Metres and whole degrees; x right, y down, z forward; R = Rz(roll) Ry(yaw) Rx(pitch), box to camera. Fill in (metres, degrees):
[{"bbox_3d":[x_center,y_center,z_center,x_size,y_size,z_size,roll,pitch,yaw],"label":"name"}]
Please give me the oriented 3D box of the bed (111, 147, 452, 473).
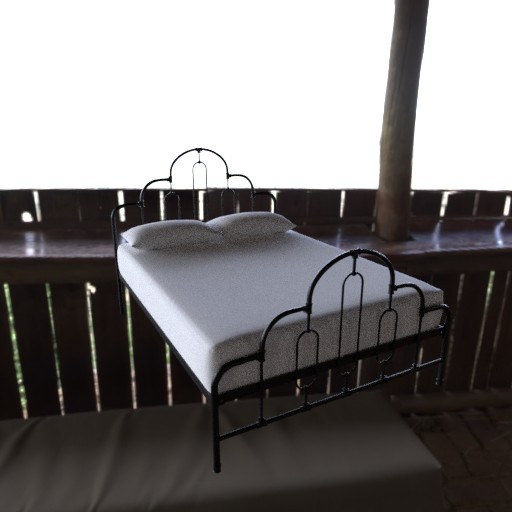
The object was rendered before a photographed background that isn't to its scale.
[{"bbox_3d":[0.000,0.000,3.244,1.626,1.444,2.181,-9,19,-27],"label":"bed"}]
